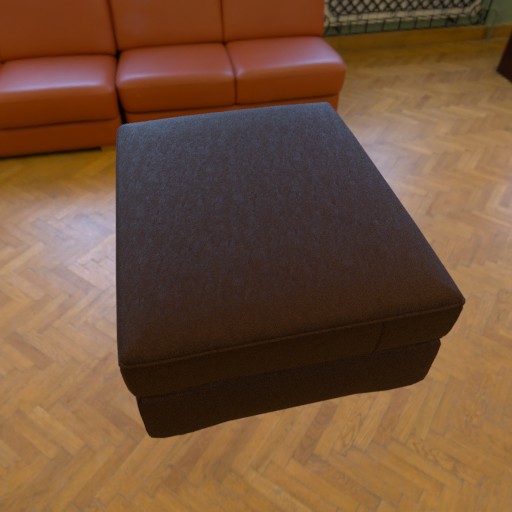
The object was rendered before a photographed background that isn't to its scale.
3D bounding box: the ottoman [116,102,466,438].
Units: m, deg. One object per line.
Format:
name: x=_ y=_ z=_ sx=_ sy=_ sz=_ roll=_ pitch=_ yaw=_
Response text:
ottoman: x=0.000 y=0.000 z=1.770 sx=0.967 sy=0.730 sz=1.187 roll=-9 pitch=47 yaw=-9
